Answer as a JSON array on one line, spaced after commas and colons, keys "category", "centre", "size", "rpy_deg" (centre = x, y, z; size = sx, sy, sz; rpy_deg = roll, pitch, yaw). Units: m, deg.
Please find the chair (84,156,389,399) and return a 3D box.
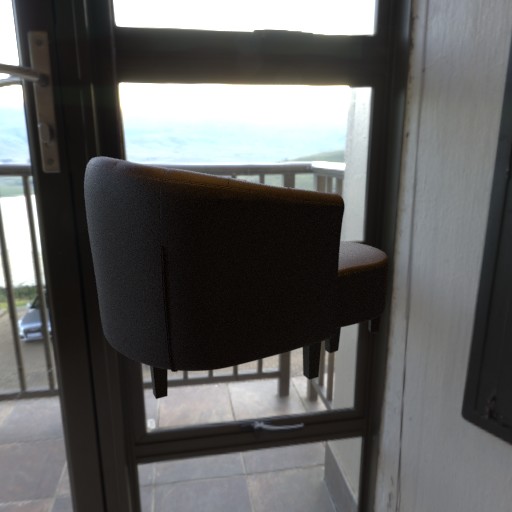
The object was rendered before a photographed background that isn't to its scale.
[{"category": "chair", "centre": [0.000, 0.000, 1.707], "size": [1.191, 0.760, 0.763], "rpy_deg": [-7, 16, -27]}]
